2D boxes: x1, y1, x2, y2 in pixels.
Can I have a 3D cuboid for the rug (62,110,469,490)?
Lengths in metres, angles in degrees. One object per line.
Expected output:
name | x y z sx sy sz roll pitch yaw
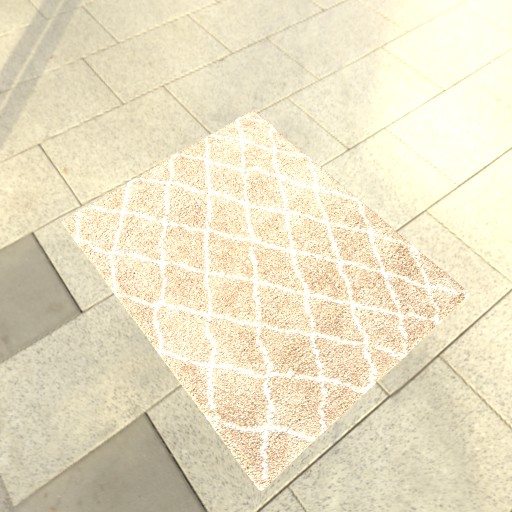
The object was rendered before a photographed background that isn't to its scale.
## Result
rug | 0.000 0.000 4.143 2.438 0.029 3.047 -36 66 -19
